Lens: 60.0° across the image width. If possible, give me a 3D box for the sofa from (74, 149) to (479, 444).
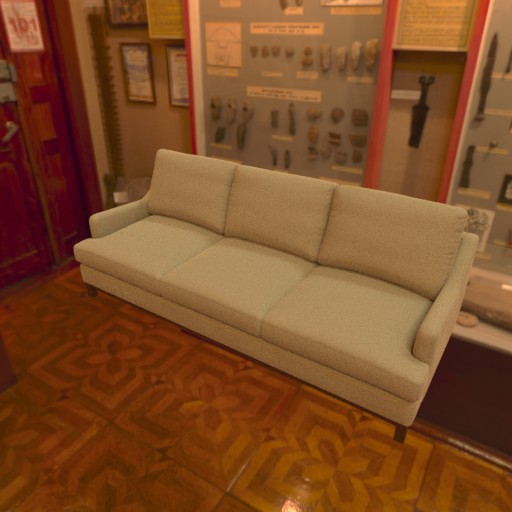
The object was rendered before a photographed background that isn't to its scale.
[{"bbox_3d":[0.000,0.000,2.747,2.321,0.913,1.000,18,33,29],"label":"sofa"}]
